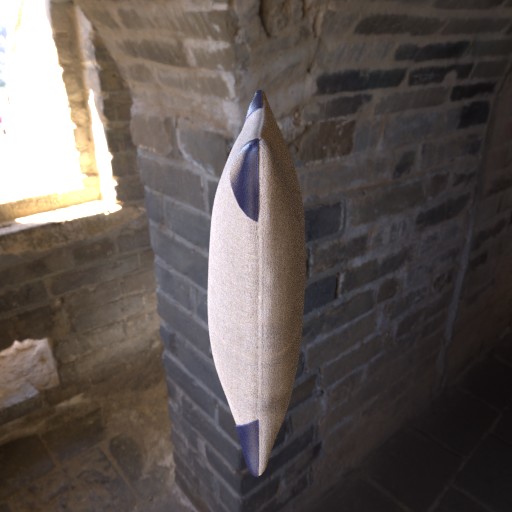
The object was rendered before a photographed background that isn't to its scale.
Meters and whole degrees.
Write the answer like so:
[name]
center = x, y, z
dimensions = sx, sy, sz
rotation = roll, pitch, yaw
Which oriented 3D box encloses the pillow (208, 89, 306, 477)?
[pillow]
center = 0.000, 0.000, 0.685
dimensions = 0.147, 0.441, 0.440
rotation = 0, 26, 0
